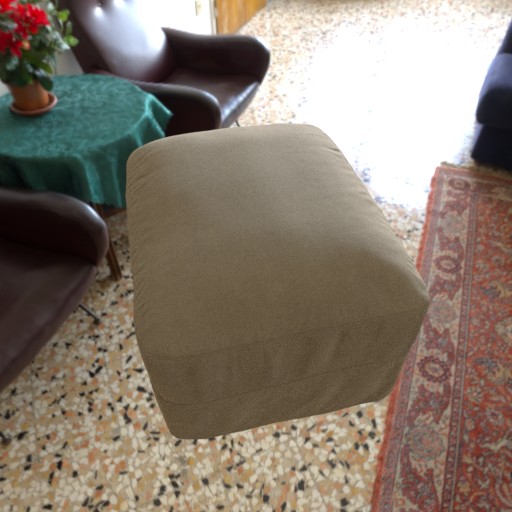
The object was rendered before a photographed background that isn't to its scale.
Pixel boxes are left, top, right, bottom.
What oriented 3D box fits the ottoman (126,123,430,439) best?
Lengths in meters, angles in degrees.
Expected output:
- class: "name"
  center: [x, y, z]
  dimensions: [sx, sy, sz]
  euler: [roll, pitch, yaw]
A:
- class: "ottoman"
  center: [0.000, 0.000, 1.118]
  dimensions: [0.584, 0.480, 0.712]
  euler: [-10, 47, -9]
